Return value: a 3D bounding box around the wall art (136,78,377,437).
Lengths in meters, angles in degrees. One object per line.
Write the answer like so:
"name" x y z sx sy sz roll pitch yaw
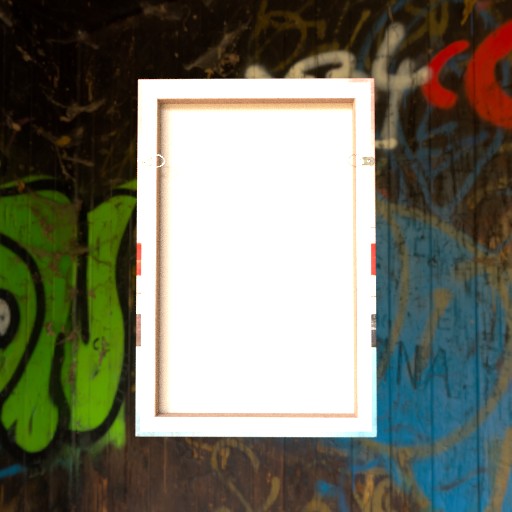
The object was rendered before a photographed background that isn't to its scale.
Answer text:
"wall art" 0.000 0.000 1.147 0.610 0.914 0.038 0 -2 1
